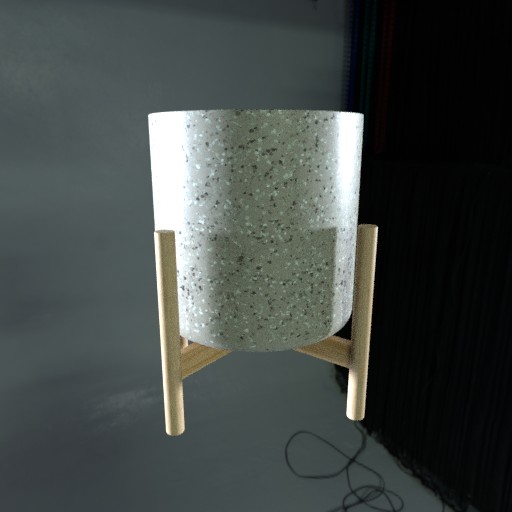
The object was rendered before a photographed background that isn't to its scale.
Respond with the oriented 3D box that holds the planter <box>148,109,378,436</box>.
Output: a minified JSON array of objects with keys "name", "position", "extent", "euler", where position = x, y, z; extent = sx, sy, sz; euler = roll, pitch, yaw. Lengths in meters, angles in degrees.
[{"name":"planter","position":[0.000,0.000,0.694],"extent":[0.360,0.419,0.360],"euler":[-8,17,-29]}]
